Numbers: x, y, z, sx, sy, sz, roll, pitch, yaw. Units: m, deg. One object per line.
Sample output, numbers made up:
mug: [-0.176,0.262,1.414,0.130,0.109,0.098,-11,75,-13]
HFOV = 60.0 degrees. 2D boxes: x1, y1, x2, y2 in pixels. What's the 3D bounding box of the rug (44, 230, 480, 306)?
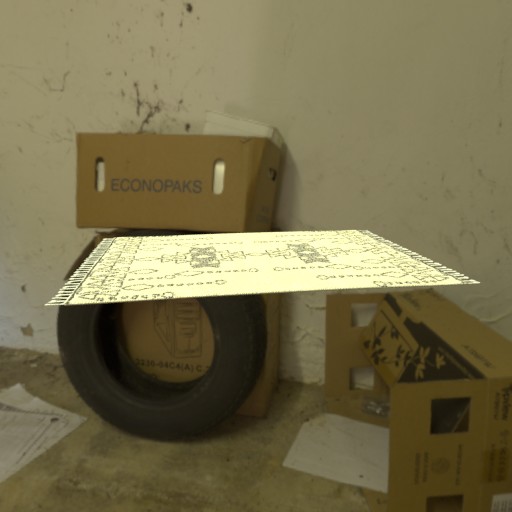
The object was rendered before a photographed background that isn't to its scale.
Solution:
rug: [0.000,0.000,4.020,3.027,0.028,2.125,-2,14,-9]
